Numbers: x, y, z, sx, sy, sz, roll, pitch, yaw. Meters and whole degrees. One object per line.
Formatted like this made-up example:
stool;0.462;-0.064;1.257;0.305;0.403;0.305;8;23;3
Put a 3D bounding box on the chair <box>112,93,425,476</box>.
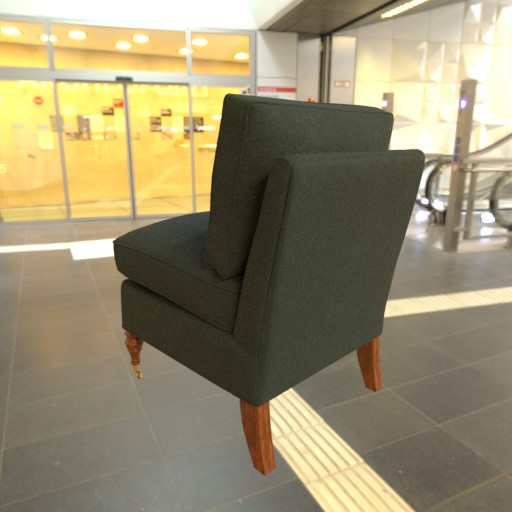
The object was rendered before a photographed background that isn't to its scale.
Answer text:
chair;0.000;0.000;1.623;0.724;1.052;0.912;-15;21;-43
